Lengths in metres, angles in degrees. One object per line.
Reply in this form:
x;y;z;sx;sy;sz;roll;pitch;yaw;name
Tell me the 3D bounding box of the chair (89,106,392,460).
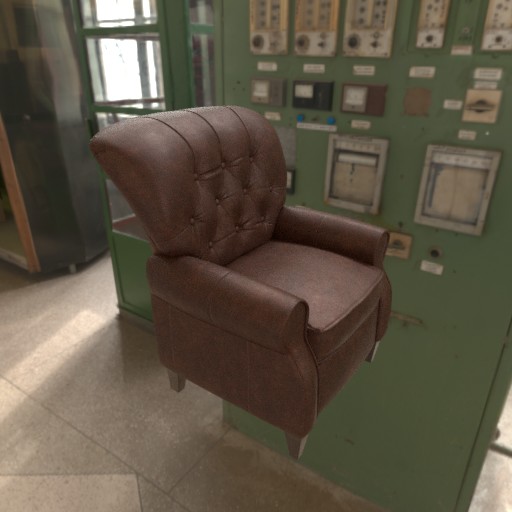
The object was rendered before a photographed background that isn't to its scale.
0.000;0.000;1.924;1.031;1.162;0.979;17;30;32;chair
